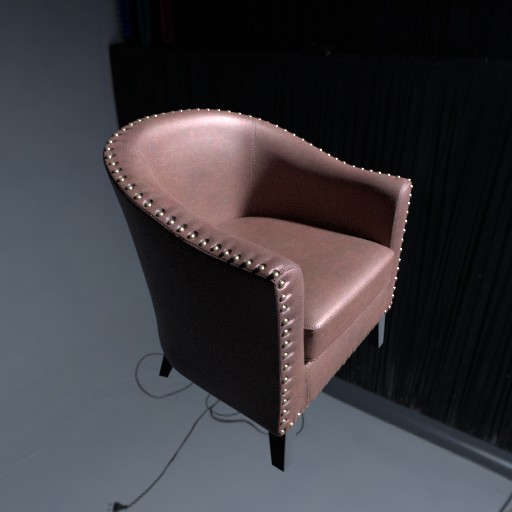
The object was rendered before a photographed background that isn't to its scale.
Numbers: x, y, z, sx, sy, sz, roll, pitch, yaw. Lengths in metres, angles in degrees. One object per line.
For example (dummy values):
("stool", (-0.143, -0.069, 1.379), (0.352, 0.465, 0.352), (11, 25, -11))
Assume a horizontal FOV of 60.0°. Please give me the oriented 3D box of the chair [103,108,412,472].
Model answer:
("chair", (0.000, 0.000, 1.422), (0.748, 0.823, 0.794), (18, 32, 32))
